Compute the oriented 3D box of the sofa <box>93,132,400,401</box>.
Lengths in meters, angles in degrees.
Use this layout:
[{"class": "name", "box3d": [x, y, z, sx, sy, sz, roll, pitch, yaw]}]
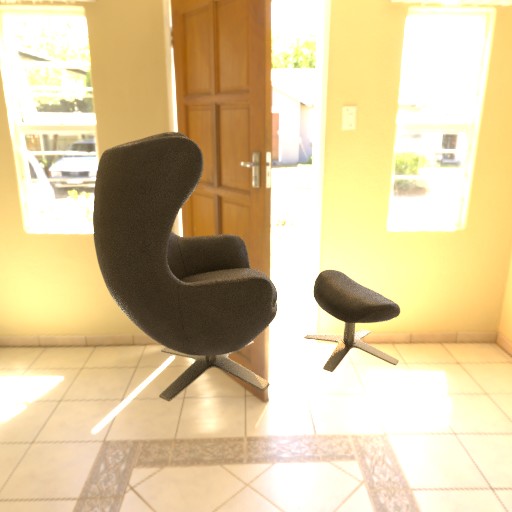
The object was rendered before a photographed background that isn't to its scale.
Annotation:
[{"class": "sofa", "box3d": [0.000, 0.000, 2.126, 1.444, 1.135, 0.894, -3, 17, -10]}]
